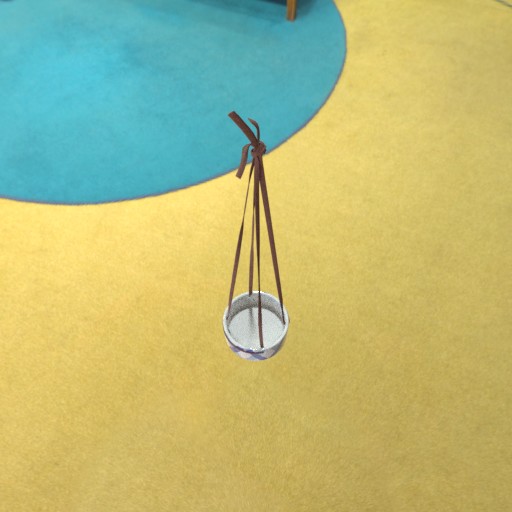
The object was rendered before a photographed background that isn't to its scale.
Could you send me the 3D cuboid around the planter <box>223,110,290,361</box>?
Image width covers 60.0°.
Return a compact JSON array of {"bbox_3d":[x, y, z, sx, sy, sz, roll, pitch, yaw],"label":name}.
[{"bbox_3d":[0.000,0.000,0.850,0.166,0.751,0.166,-15,58,-9],"label":"planter"}]
